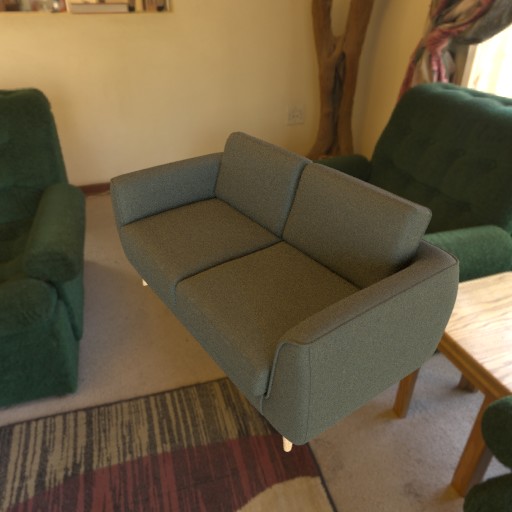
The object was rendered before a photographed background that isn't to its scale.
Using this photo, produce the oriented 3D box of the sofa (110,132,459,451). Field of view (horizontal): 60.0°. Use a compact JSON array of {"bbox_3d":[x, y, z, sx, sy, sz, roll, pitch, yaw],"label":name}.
[{"bbox_3d":[0.000,0.000,2.188,0.920,0.850,1.700,-20,37,-30],"label":"sofa"}]
